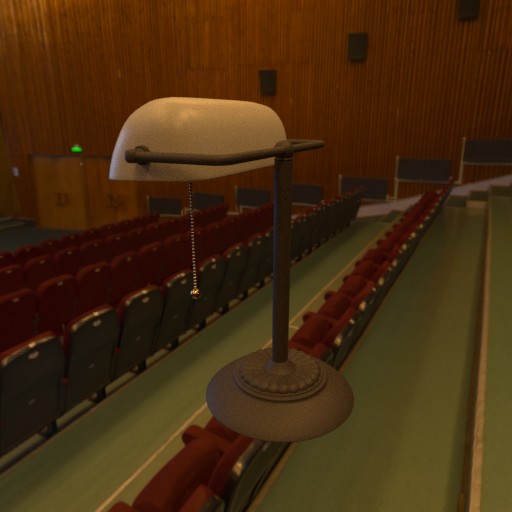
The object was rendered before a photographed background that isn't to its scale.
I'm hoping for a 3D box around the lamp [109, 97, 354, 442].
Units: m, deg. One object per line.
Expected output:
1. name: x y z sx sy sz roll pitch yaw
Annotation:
1. lamp: 0.000 0.000 0.505 0.243 0.339 0.264 9 19 25
